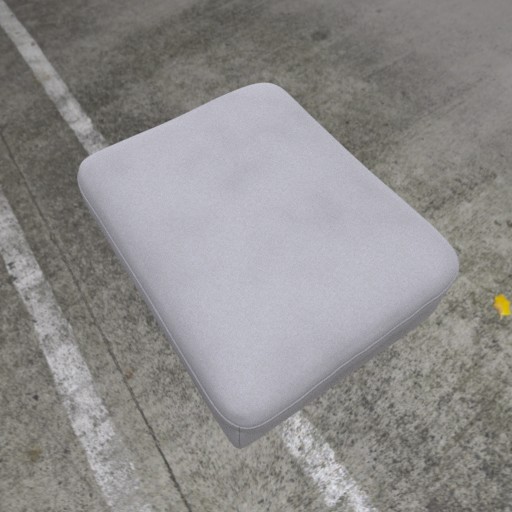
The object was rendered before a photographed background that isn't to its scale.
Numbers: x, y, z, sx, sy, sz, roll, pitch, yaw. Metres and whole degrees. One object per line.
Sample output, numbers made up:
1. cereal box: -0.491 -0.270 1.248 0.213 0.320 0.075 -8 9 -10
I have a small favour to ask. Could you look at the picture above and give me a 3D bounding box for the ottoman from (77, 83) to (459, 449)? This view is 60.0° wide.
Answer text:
1. ottoman: 0.000 0.000 1.114 0.593 0.478 0.747 -30 63 -17
